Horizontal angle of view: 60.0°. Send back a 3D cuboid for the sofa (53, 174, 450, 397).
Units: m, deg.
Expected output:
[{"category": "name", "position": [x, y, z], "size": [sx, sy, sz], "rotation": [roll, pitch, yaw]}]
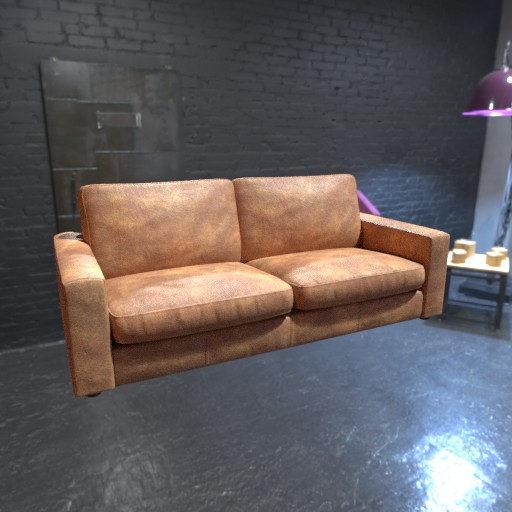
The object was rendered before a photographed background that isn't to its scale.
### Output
[{"category": "sofa", "position": [0.000, 0.000, 2.660], "size": [2.179, 0.873, 1.016], "rotation": [-7, 16, -25]}]
